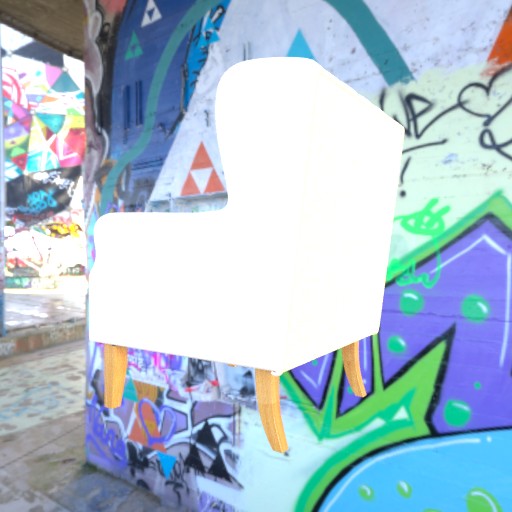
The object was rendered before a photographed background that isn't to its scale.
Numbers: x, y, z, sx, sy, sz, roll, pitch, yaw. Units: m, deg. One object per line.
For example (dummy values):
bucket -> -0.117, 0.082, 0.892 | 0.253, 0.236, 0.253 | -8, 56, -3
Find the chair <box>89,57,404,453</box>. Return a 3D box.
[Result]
chair -> 0.000, 0.000, 1.421 | 0.760, 0.930, 0.710 | 0, 1, 36
